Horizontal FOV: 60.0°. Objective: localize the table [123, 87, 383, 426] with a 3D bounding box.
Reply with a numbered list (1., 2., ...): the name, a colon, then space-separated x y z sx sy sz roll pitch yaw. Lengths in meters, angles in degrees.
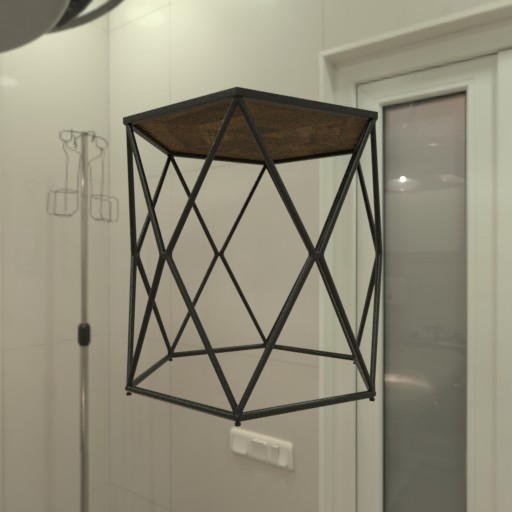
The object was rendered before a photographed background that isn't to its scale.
1. table: 0.000 0.000 1.027 0.578 0.564 0.579 0 1 35
